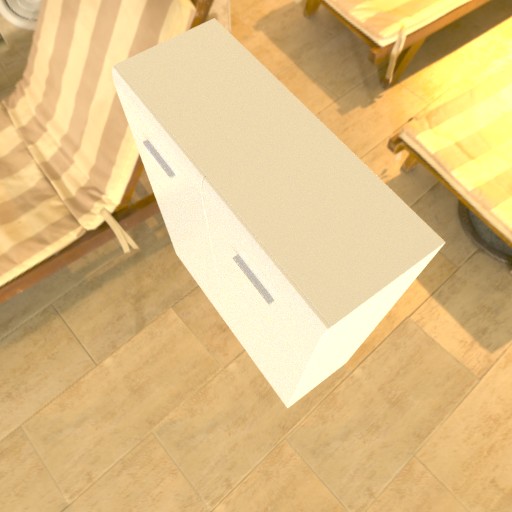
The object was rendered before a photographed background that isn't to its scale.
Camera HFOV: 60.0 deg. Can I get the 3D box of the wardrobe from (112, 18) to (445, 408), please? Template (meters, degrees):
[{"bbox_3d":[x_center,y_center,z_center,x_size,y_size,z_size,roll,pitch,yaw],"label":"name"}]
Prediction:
[{"bbox_3d":[0.000,0.000,1.609,0.360,1.200,0.900,-33,68,-15],"label":"wardrobe"}]
